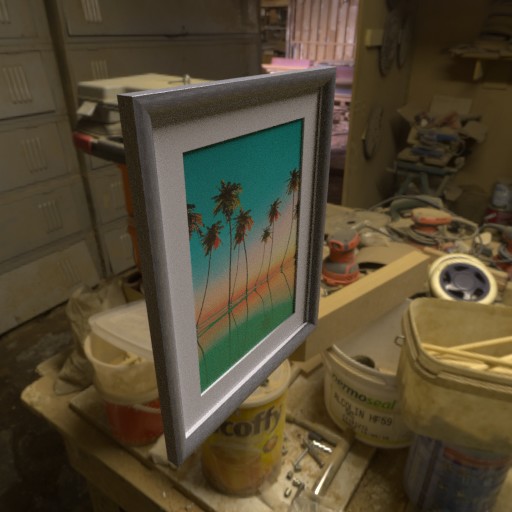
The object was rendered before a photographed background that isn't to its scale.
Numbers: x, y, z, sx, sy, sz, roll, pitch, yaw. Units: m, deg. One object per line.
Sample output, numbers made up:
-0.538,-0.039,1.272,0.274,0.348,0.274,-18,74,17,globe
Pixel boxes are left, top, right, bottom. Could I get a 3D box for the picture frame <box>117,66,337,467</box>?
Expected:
0.000,0.000,0.744,0.029,0.559,0.454,18,33,31,picture frame
